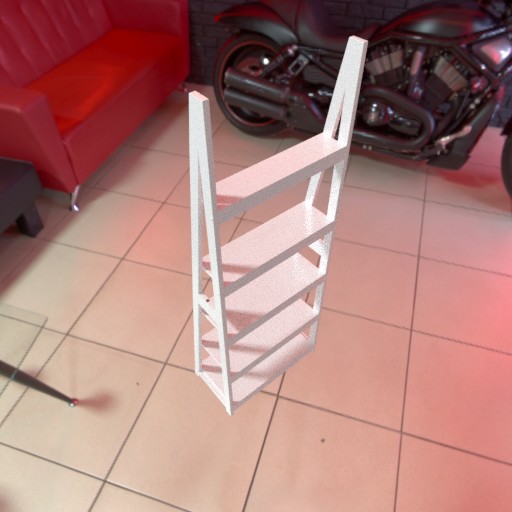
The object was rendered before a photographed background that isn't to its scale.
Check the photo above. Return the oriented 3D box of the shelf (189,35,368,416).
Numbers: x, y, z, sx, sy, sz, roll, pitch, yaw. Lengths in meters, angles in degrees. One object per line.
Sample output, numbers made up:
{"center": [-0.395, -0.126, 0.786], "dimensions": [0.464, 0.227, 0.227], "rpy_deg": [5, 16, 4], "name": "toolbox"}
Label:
{"center": [0.000, 0.000, 1.973], "dimensions": [0.636, 1.779, 0.341], "rpy_deg": [-31, 53, -27], "name": "shelf"}
